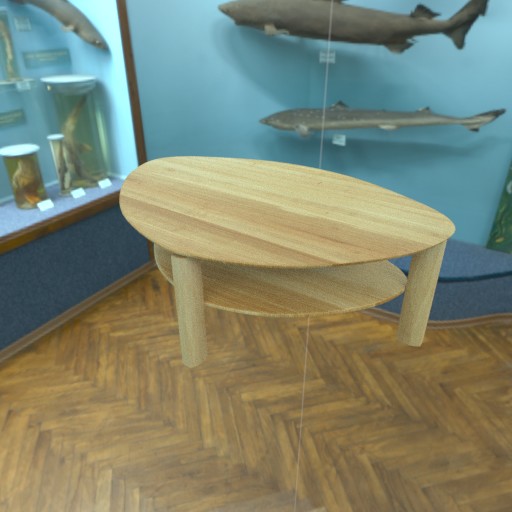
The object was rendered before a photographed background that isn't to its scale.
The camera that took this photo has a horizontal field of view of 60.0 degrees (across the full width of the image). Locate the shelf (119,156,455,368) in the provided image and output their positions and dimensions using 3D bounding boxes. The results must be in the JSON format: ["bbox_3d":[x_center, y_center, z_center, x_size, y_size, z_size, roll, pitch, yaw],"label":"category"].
[{"bbox_3d":[0.000,0.000,1.628,1.246,0.440,0.845,18,34,29],"label":"shelf"}]
